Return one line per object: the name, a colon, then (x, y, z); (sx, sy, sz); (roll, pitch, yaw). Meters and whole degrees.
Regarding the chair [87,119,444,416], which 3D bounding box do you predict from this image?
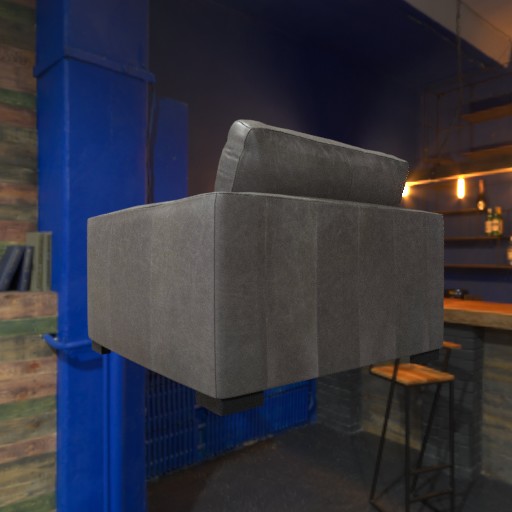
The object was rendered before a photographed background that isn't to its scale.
chair: (0.000, 0.000, 1.834); (1.106, 0.807, 1.080); (0, 0, -37)
